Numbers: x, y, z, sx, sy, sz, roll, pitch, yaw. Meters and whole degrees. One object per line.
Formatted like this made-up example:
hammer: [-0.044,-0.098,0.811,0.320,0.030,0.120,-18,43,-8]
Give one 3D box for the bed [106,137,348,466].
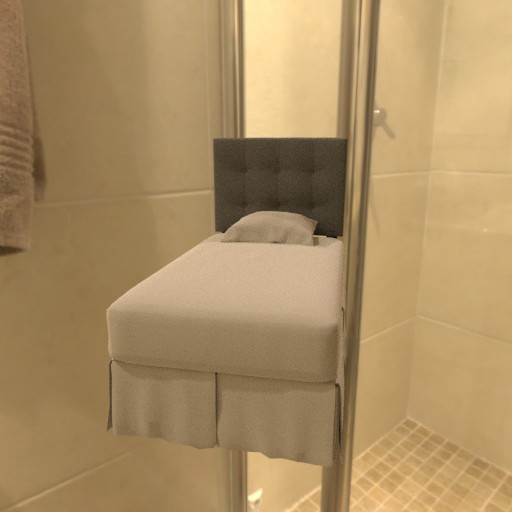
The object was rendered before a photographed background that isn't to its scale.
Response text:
bed: [0.000,0.000,2.991,1.261,1.571,1.997,3,14,11]
